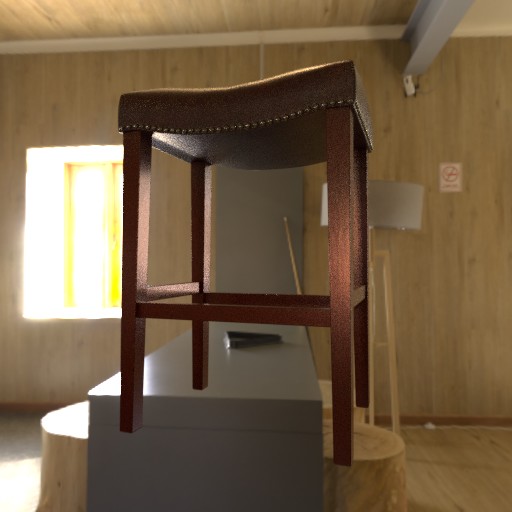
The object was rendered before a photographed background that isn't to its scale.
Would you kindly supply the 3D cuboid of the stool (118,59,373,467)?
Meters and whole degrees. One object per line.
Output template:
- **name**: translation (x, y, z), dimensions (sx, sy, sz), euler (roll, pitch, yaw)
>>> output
- **stool**: translation (0.000, 0.000, 1.025), dimensions (0.504, 0.742, 0.372), euler (0, -1, 19)
